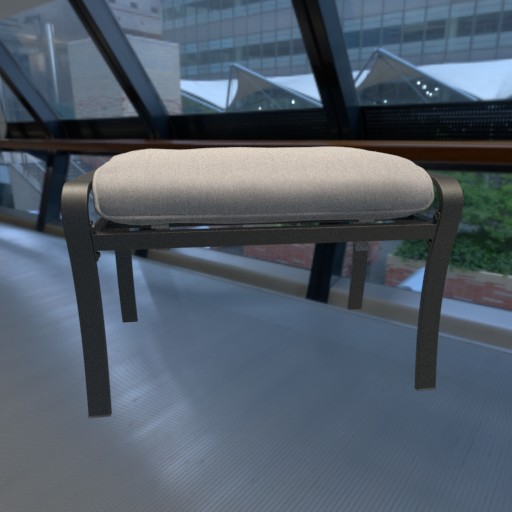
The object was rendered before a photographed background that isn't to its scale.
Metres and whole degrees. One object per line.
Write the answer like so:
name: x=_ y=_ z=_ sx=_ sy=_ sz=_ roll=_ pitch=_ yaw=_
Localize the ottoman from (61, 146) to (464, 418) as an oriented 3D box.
ottoman: x=0.000 y=0.000 z=0.892 sx=0.610 sy=0.422 sz=0.406 roll=-2 pitch=17 yaw=-8
